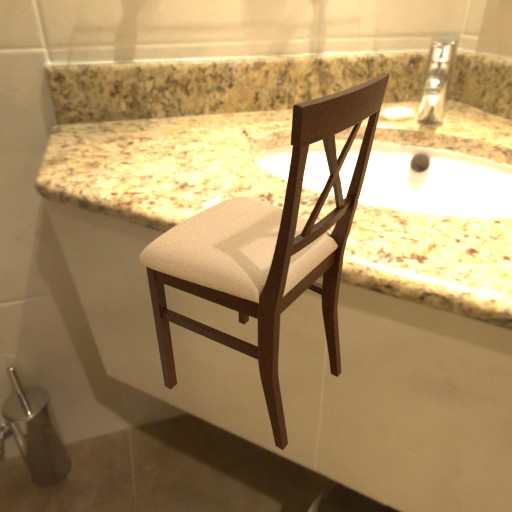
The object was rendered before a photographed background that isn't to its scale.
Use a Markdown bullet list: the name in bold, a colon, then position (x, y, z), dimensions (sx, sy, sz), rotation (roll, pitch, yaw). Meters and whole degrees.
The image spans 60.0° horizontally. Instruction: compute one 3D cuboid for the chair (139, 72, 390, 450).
- **chair**: position (0.000, 0.000, 1.190), dimensions (0.480, 0.913, 0.440), rotation (21, 37, 30)
